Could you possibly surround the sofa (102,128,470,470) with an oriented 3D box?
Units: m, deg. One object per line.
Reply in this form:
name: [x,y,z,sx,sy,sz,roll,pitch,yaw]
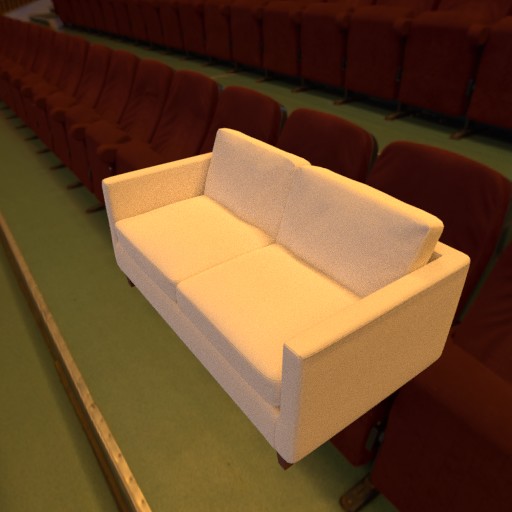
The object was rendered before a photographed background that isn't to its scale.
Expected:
sofa: [0.000,0.000,2.253,0.964,0.888,1.702,-22,39,-30]
